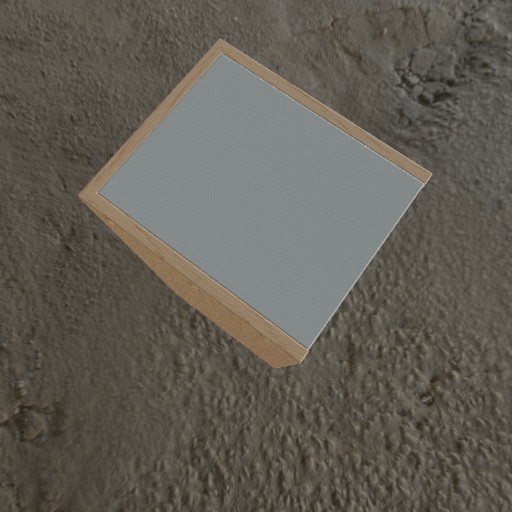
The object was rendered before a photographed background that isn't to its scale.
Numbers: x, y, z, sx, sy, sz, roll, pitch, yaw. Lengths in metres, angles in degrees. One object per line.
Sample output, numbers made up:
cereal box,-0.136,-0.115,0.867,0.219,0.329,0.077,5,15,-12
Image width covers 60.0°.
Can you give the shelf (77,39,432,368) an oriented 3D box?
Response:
shelf,0.000,0.000,0.764,0.290,0.600,0.250,36,78,9
